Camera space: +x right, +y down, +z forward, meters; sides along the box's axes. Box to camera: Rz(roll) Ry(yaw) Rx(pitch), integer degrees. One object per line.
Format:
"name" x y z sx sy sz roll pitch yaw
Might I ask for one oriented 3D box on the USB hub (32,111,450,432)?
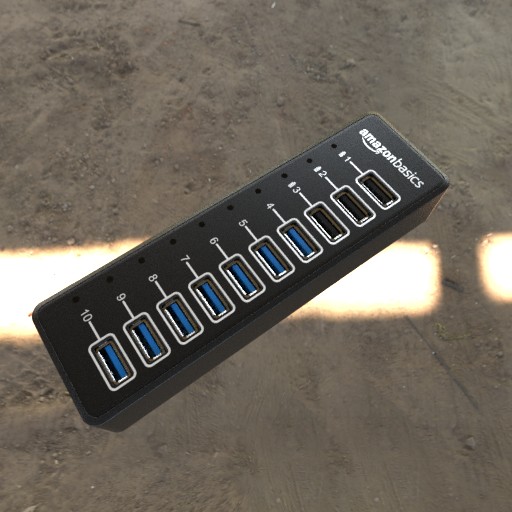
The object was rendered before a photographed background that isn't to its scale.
"USB hub" 0.000 0.000 0.159 0.145 0.023 0.044 -33 69 -15
